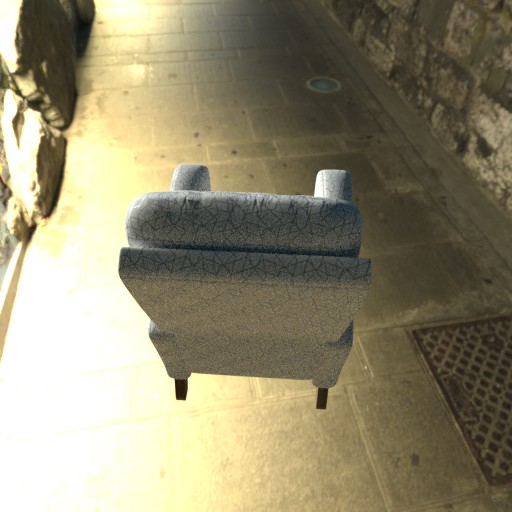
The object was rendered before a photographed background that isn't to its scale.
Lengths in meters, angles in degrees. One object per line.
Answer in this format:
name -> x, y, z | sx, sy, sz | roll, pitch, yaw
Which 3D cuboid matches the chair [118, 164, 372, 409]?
chair -> 0.000, 0.000, 1.739 | 0.796, 1.064, 0.995 | 3, 45, 3
